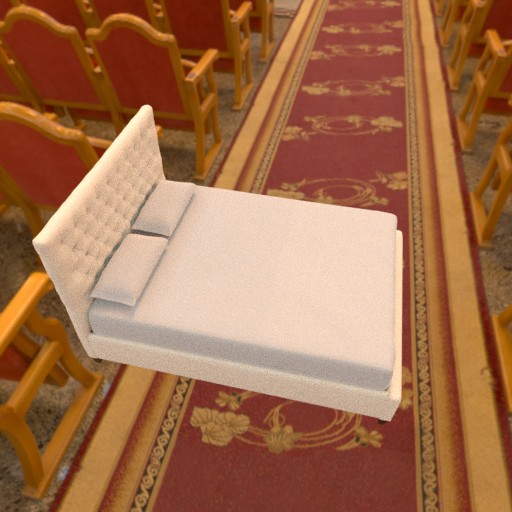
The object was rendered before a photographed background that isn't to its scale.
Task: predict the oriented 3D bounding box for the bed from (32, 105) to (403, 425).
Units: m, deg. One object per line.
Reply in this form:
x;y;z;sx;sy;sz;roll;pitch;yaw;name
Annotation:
0.000;0.000;3.494;2.387;1.427;1.698;10;48;9;bed
